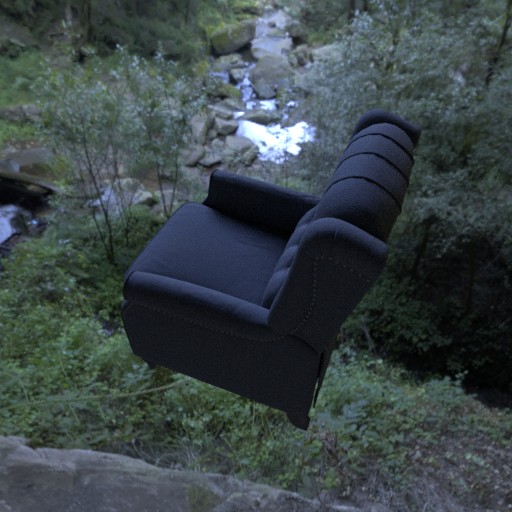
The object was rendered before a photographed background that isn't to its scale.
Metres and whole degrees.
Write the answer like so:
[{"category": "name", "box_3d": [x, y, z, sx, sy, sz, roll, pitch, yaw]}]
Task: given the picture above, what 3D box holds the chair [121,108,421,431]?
[{"category": "chair", "box_3d": [0.000, 0.000, 1.636, 0.898, 1.035, 0.742, 16, 47, 15]}]
